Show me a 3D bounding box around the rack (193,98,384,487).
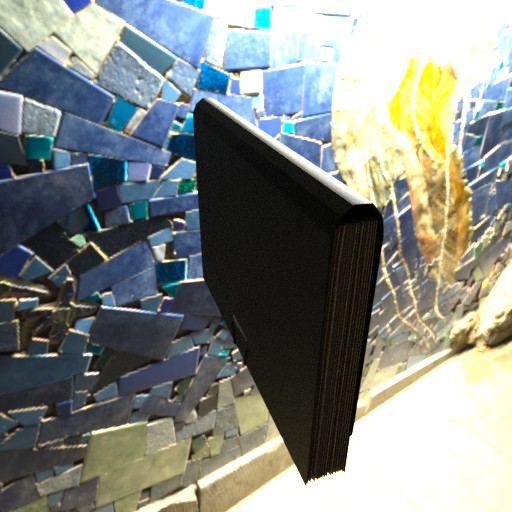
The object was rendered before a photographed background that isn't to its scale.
[{"bbox_3d":[0.000,0.000,0.432,0.041,0.241,0.330,-10,31,-17],"label":"rack"}]
